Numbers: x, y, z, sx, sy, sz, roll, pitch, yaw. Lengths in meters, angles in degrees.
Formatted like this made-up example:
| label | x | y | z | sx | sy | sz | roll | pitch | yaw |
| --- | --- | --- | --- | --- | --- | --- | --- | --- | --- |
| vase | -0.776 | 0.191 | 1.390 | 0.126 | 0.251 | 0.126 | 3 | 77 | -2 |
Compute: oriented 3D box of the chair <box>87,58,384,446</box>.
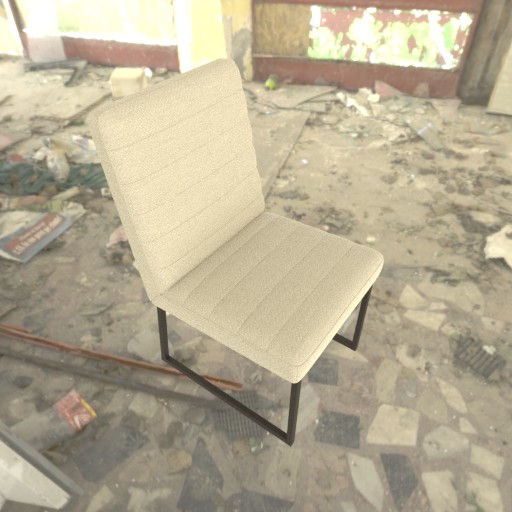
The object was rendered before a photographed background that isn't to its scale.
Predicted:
| label | x | y | z | sx | sy | sz | roll | pitch | yaw |
| --- | --- | --- | --- | --- | --- | --- | --- | --- | --- |
| chair | 0.000 | 0.000 | 1.333 | 0.634 | 0.930 | 0.520 | 25 | 47 | 26 |
